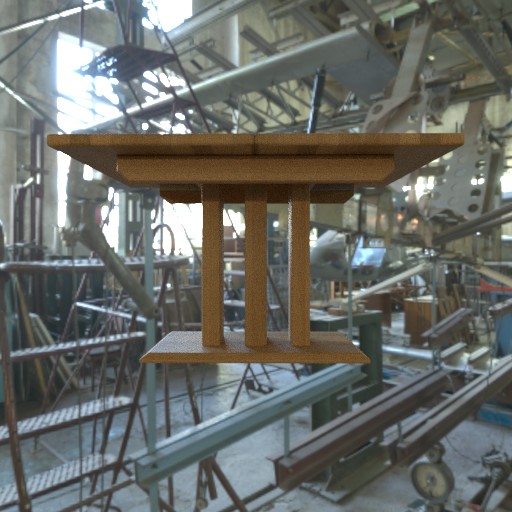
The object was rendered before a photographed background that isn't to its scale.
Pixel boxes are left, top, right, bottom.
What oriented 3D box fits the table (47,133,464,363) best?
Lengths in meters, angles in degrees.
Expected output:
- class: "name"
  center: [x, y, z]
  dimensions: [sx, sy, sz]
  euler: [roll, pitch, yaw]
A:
- class: "table"
  center: [0.000, 0.000, 1.824]
  dimensions: [1.300, 0.770, 0.900]
  euler: [0, 0, 0]
